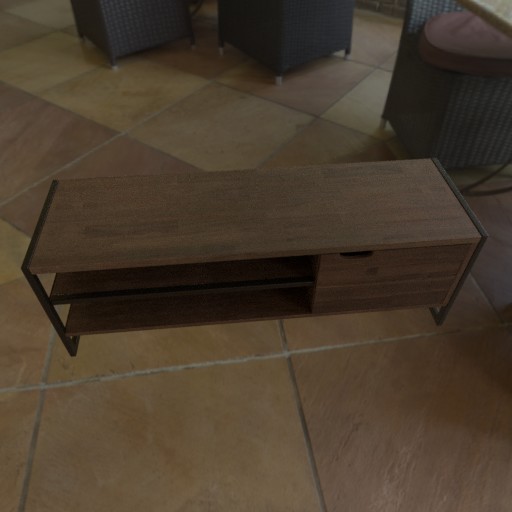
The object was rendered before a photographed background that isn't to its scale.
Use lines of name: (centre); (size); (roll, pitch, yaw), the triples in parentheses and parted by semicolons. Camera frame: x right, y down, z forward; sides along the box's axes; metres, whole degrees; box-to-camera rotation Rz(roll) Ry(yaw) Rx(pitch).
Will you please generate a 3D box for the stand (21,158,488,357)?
stand: (0.000, 0.000, 1.731); (1.480, 0.506, 0.454); (-4, 46, -4)
